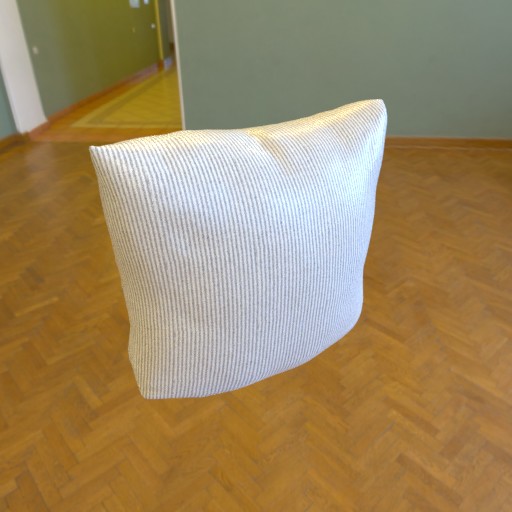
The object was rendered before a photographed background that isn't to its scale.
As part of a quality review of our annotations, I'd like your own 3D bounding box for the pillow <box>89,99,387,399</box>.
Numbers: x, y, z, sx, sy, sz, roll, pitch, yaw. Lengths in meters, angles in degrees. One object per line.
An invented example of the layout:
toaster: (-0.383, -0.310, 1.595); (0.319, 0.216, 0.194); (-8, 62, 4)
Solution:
pillow: (0.000, 0.000, 0.692); (0.387, 0.432, 0.310); (1, 30, 2)
